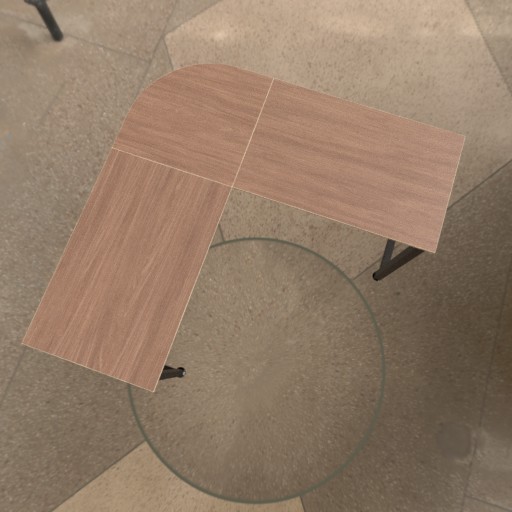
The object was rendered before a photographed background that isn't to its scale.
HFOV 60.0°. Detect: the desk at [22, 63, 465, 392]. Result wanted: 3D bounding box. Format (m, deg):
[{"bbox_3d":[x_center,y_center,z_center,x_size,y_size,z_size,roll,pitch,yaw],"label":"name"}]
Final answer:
[{"bbox_3d":[0.000,0.000,2.154,1.400,0.762,1.400,19,77,4],"label":"desk"}]
